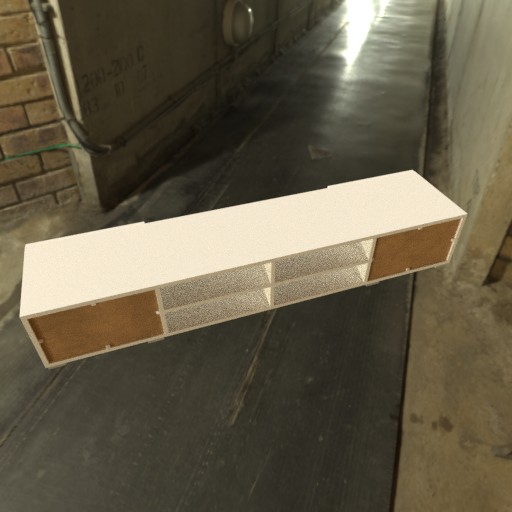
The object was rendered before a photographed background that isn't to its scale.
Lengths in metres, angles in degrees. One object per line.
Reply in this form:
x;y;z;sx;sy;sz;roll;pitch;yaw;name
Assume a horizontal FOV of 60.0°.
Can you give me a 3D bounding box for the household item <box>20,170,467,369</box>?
0.000;0.000;1.992;1.850;0.310;0.420;-13;42;-15;household item
